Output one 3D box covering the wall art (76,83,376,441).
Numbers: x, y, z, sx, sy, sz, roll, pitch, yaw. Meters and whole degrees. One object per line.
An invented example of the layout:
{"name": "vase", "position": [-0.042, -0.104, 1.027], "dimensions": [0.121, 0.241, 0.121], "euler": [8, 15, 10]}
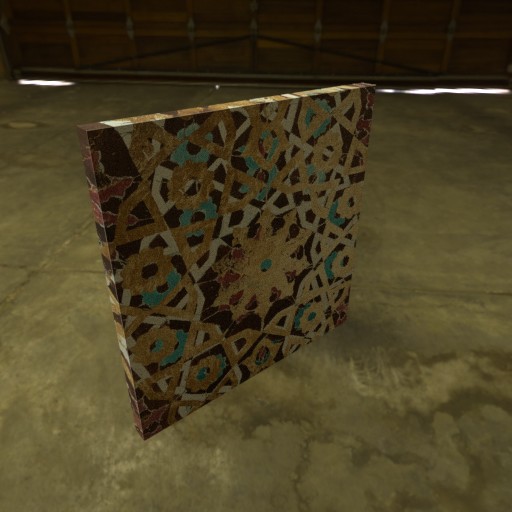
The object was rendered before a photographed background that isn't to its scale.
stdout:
{"name": "wall art", "position": [0.000, 0.000, 0.914], "dimensions": [0.609, 0.613, 0.041], "euler": [-22, 36, -33]}
